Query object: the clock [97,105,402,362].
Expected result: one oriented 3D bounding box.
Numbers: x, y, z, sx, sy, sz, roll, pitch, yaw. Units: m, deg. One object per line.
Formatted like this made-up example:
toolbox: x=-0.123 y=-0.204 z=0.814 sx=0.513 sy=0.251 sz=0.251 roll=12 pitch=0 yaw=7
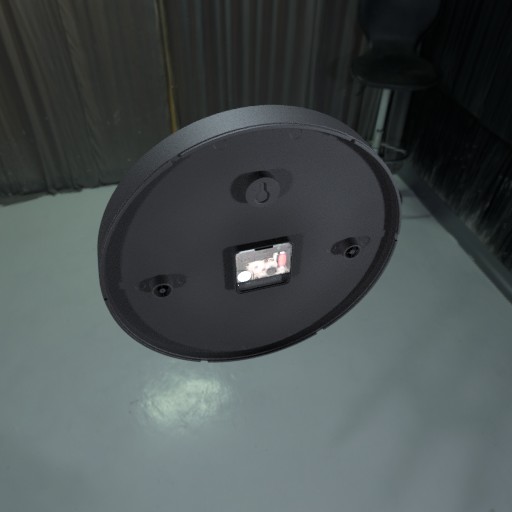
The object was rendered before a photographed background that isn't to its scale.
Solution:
clock: x=0.000 y=0.000 z=0.436 sx=0.293 sy=0.293 sz=0.040 roll=-11 pitch=44 yaw=-12
